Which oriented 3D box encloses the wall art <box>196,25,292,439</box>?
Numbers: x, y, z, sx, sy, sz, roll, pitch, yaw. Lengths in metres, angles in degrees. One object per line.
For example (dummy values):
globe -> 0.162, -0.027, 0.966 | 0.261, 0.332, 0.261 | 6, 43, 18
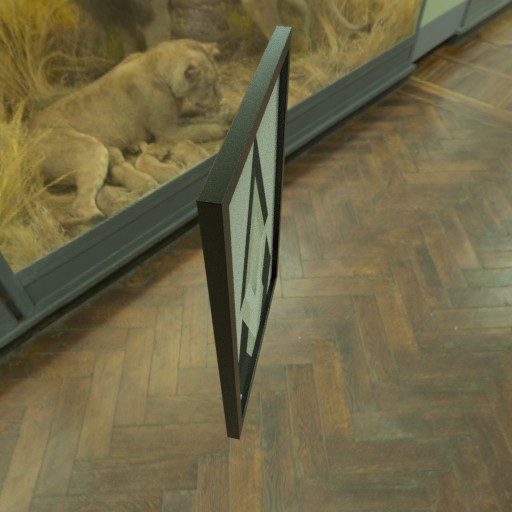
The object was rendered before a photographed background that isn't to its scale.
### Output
wall art -> 0.000, 0.000, 0.580 | 0.019, 0.455, 0.314 | 9, 49, 8
